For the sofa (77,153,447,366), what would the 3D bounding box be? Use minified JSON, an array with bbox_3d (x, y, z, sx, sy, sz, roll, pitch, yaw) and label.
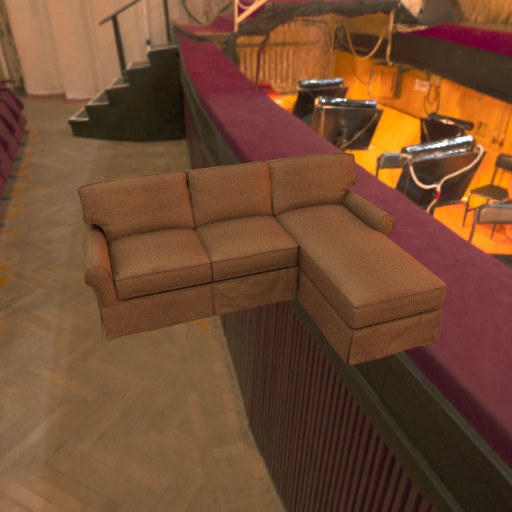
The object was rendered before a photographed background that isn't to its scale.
[{"bbox_3d":[0.000,0.000,3.389,2.475,0.978,1.733,-10,33,-17],"label":"sofa"}]
